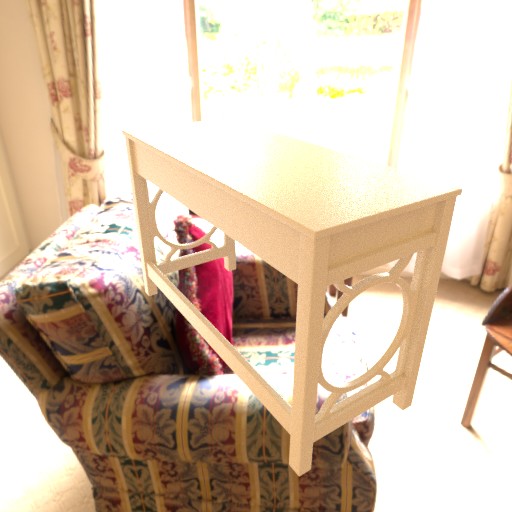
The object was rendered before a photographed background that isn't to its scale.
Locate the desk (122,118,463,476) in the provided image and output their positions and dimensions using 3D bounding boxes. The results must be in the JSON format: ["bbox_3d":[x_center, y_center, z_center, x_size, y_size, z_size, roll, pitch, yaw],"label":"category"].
[{"bbox_3d":[0.000,0.000,1.630,0.504,0.762,1.191,-17,32,-29],"label":"desk"}]
